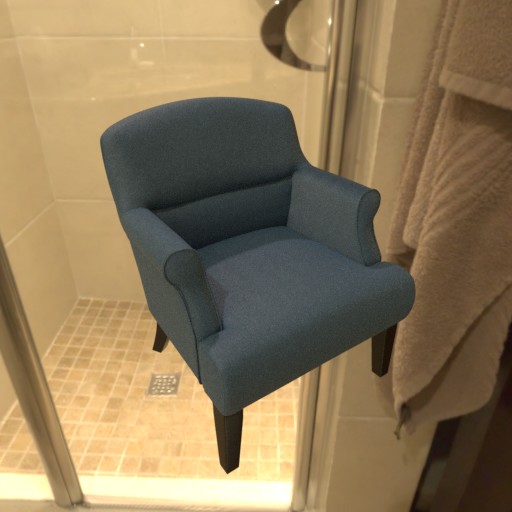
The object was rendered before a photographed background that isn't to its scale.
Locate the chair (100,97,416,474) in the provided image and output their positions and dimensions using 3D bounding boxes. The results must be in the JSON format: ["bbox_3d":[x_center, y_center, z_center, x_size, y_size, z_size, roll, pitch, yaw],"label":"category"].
[{"bbox_3d":[0.000,0.000,1.437,0.770,0.878,0.754,-19,35,-30],"label":"chair"}]
